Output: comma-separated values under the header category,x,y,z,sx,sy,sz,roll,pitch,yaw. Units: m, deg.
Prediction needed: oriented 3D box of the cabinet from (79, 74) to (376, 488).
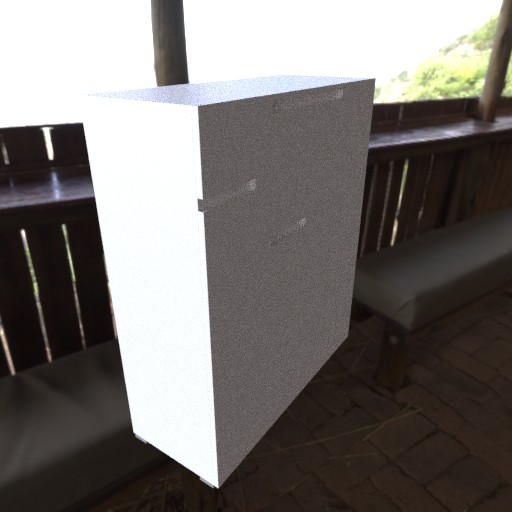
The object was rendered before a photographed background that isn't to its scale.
category,x,y,z,sx,sy,sz,roll,pitch,yaw
cabinet,0.000,0.000,1.646,0.400,1.190,1.000,17,30,31
